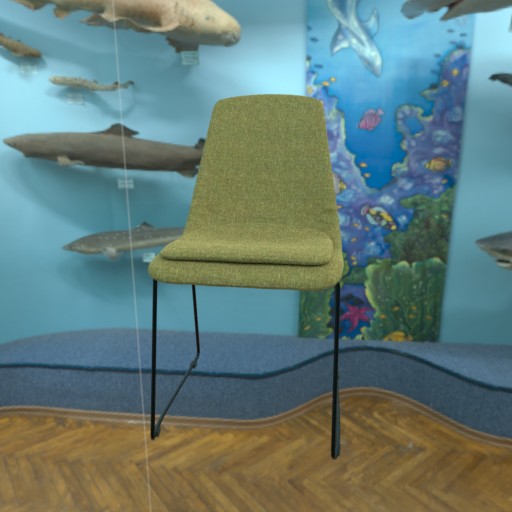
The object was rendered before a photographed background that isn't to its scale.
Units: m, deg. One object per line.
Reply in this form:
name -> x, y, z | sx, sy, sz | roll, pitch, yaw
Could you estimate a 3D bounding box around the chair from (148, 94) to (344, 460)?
chair -> 0.000, 0.000, 1.170 | 0.479, 0.849, 0.496 | 2, 15, 9
